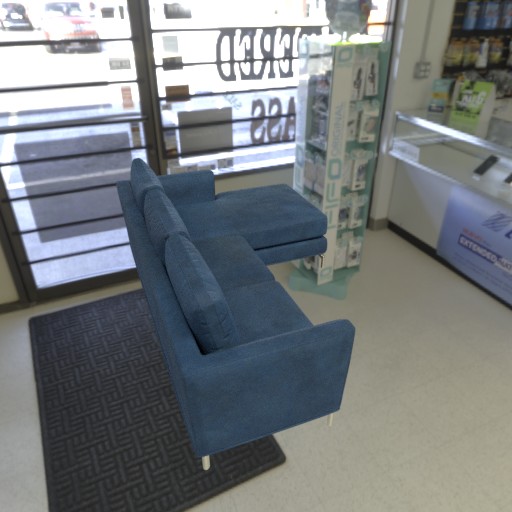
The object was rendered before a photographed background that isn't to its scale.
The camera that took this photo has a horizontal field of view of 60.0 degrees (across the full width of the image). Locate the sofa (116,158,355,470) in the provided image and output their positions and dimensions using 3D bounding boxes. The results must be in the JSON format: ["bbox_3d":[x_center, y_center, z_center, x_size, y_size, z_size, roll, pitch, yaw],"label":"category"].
[{"bbox_3d":[0.000,0.000,3.197,1.622,0.987,2.438,-11,32,-19],"label":"sofa"}]
